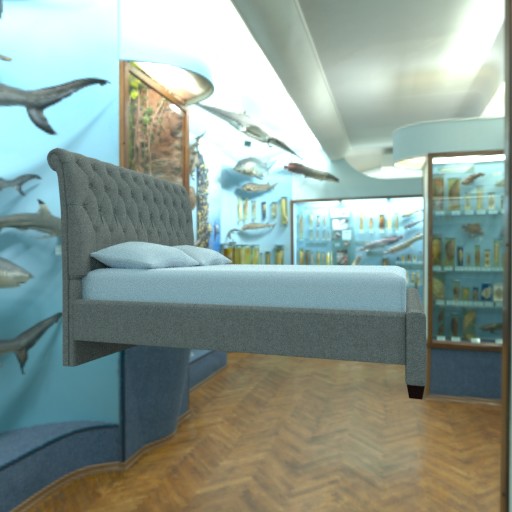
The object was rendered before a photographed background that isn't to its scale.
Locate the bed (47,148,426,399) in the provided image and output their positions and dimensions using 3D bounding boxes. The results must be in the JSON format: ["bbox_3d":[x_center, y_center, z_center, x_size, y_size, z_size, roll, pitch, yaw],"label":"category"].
[{"bbox_3d":[0.000,0.000,3.225,2.252,1.371,1.645,0,0,19],"label":"bed"}]
